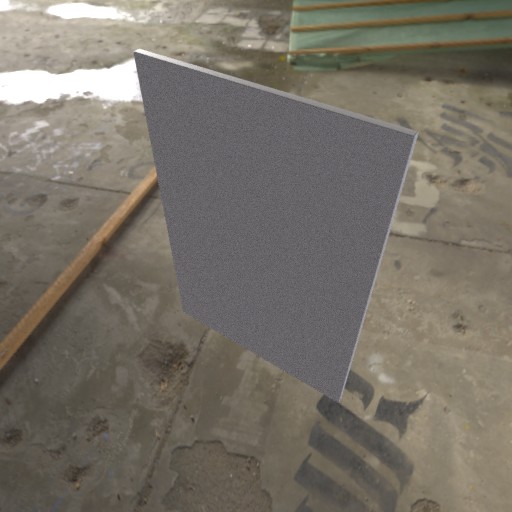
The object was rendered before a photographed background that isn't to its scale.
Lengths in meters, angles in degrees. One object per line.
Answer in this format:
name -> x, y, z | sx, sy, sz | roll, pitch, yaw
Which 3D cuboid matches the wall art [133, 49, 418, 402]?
wall art -> 0.000, 0.000, 0.612 | 0.329, 0.482, 0.011 | 26, 51, 23
